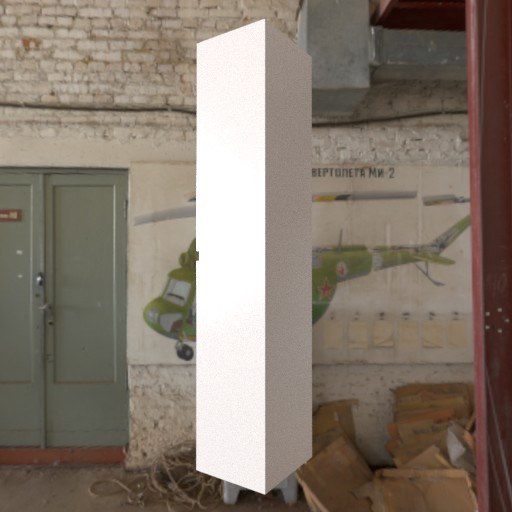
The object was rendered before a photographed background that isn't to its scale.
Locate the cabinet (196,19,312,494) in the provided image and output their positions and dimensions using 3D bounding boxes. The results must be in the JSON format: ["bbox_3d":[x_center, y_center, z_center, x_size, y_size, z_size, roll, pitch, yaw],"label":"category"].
[{"bbox_3d":[0.000,0.000,1.504,0.269,1.400,0.300,0,-1,34],"label":"cabinet"}]
